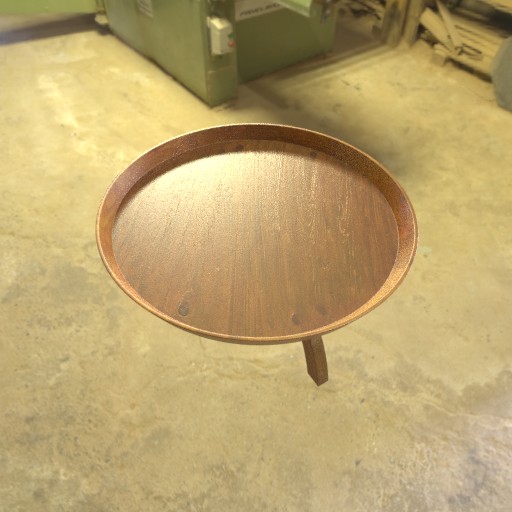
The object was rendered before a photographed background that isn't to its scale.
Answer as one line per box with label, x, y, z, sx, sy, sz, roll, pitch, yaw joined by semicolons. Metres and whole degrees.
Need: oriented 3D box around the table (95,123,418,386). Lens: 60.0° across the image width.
table;0.000;0.000;1.583;1.016;0.470;1.016;0;47;0
